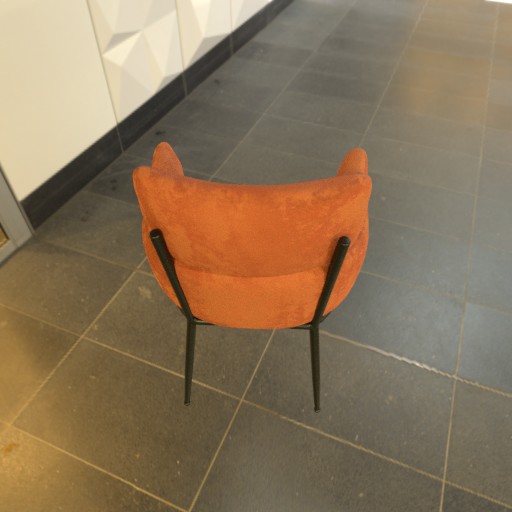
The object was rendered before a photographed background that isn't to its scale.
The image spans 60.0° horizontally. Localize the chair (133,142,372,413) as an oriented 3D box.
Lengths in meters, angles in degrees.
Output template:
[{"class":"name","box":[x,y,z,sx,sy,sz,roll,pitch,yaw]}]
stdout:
[{"class":"chair","box":[0.000,0.000,1.125,0.561,0.772,0.523,2,46,2]}]
